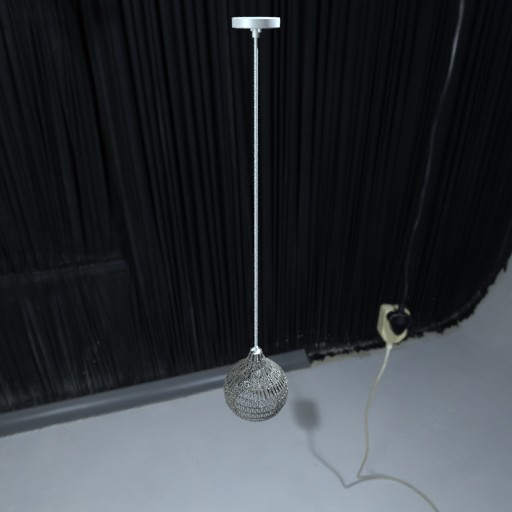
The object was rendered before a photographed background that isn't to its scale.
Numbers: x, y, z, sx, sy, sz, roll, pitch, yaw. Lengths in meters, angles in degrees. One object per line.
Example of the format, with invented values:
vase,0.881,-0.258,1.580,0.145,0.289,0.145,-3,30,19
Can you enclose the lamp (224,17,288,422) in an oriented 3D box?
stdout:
lamp,0.000,0.000,2.027,0.355,1.919,0.355,-8,31,-14
